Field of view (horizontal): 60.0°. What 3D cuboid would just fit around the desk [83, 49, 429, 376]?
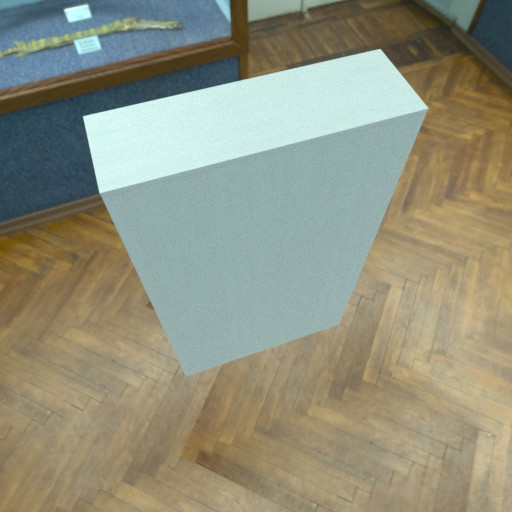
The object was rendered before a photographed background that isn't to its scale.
[{"bbox_3d":[0.000,0.000,1.558,0.750,1.280,0.250,-17,60,-10],"label":"desk"}]
